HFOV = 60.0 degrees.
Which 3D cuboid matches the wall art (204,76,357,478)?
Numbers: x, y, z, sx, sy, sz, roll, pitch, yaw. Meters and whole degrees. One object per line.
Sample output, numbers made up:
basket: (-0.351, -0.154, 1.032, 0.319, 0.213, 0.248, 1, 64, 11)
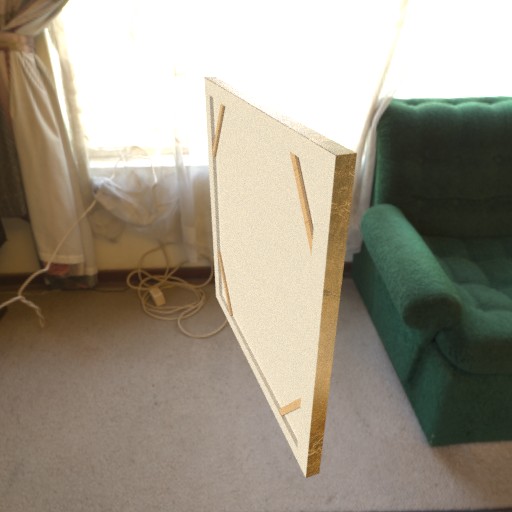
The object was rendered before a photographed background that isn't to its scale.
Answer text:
wall art: (0.000, 0.000, 1.638, 0.051, 1.091, 1.092, -11, 32, -17)
